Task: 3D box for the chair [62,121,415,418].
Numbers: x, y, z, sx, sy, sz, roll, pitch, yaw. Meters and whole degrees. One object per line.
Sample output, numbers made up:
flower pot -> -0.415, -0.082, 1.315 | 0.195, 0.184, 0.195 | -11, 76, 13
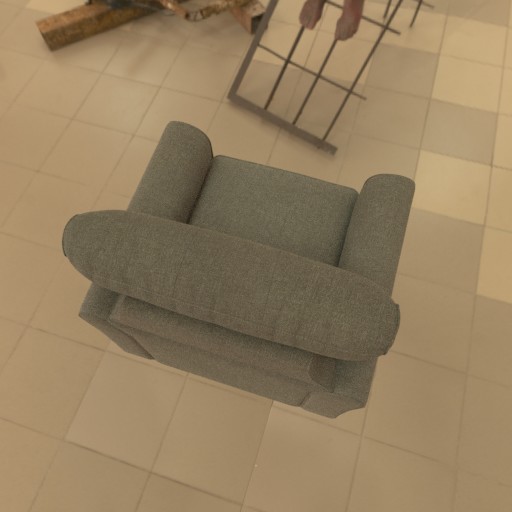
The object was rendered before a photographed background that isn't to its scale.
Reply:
chair -> 0.000, 0.000, 1.563 | 0.941, 0.890, 0.816 | 16, 66, 7
